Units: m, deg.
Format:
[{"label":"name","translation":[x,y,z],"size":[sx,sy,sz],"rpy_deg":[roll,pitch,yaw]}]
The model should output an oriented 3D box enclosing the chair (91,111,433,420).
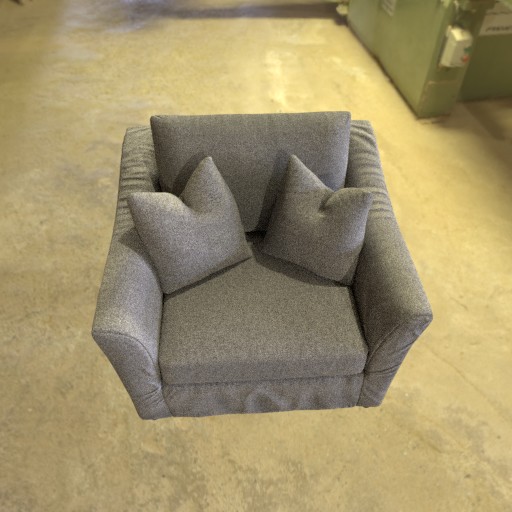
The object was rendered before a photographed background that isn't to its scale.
[{"label":"chair","translation":[0.000,0.000,2.017],"size":[1.194,1.059,1.071],"rpy_deg":[-2,47,-2]}]
